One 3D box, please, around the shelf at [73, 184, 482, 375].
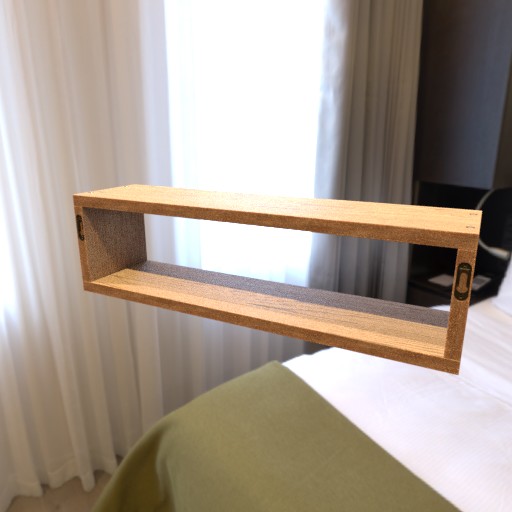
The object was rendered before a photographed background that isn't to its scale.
[{"bbox_3d":[0.000,0.000,0.692,0.610,0.170,0.150,8,18,26],"label":"shelf"}]
